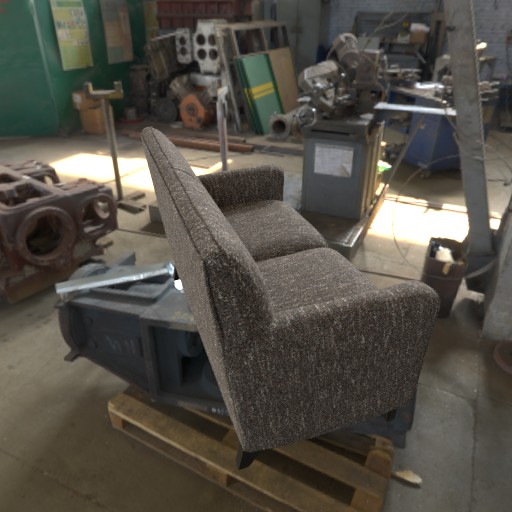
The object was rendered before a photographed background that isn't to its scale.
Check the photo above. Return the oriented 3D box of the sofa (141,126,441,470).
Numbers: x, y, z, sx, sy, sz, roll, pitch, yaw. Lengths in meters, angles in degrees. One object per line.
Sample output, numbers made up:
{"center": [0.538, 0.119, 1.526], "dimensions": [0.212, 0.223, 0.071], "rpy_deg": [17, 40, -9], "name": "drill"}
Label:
{"center": [0.000, 0.000, 2.052], "dimensions": [0.801, 0.946, 1.519], "rpy_deg": [-10, 31, -17], "name": "sofa"}
